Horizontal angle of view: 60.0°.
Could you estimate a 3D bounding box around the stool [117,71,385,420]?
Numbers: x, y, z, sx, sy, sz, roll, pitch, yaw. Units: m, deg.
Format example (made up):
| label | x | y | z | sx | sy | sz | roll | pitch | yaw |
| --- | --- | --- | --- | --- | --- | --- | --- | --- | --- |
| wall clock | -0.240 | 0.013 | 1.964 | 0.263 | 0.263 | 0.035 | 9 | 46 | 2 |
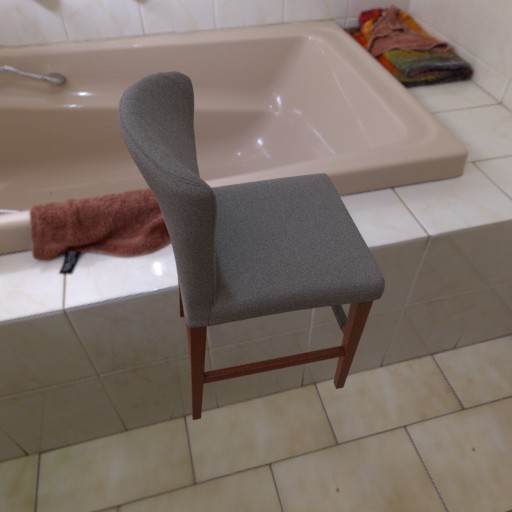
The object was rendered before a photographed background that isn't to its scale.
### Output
| label | x | y | z | sx | sy | sz | roll | pitch | yaw |
| --- | --- | --- | --- | --- | --- | --- | --- | --- | --- |
| stool | 0.000 | 0.000 | 1.265 | 0.568 | 0.968 | 0.481 | -9 | 47 | -8 |
